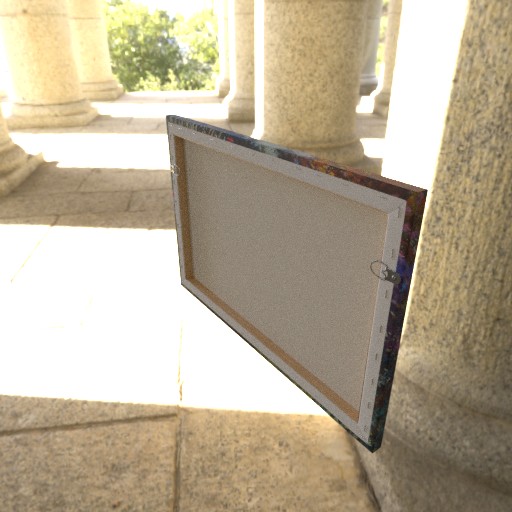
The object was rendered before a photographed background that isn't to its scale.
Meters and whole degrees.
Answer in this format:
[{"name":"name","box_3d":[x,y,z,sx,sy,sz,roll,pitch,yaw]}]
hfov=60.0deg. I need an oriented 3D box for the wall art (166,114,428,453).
[{"name":"wall art","box_3d":[0.000,0.000,1.476,0.042,0.760,1.136,-18,32,-32]}]
